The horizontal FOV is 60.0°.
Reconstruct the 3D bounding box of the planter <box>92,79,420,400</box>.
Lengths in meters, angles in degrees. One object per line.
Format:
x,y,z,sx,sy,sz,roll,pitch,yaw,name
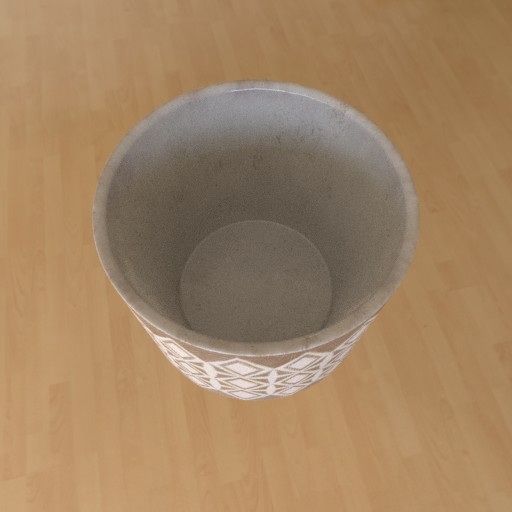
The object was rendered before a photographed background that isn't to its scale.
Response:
0.000,0.000,0.337,0.193,0.165,0.193,0,64,0,planter
